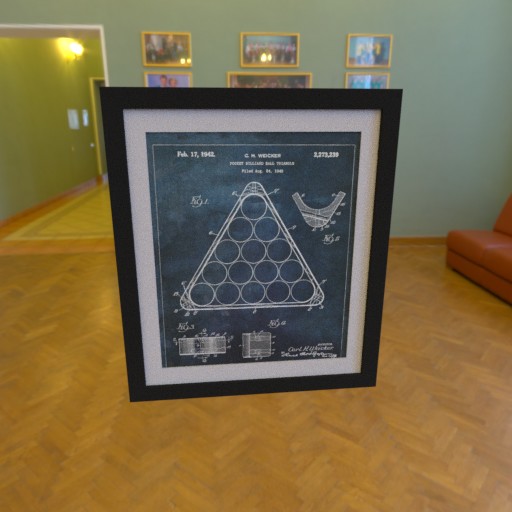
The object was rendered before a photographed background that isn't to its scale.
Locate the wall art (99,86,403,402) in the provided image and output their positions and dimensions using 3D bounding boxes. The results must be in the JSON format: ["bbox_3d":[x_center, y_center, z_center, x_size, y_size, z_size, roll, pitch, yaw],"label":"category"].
[{"bbox_3d":[0.000,0.000,0.509,0.311,0.361,0.010,-2,17,-6],"label":"wall art"}]
